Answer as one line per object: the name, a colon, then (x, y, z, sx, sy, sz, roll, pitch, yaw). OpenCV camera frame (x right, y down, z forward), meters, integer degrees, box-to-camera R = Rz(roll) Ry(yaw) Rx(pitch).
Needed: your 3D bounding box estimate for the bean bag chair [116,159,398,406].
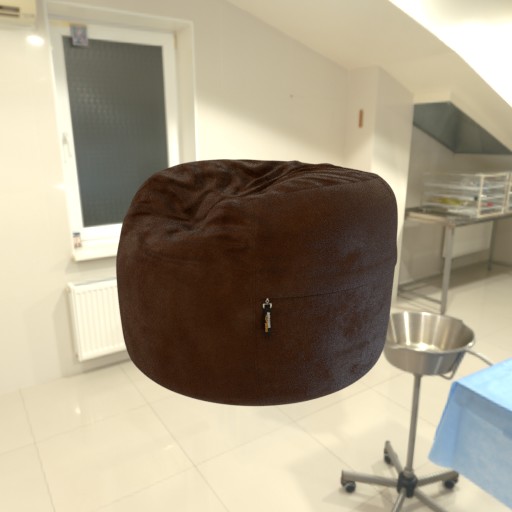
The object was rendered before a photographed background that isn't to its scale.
bean bag chair: (0.000, 0.000, 1.507, 0.918, 0.616, 0.918, 0, 16, 0)
